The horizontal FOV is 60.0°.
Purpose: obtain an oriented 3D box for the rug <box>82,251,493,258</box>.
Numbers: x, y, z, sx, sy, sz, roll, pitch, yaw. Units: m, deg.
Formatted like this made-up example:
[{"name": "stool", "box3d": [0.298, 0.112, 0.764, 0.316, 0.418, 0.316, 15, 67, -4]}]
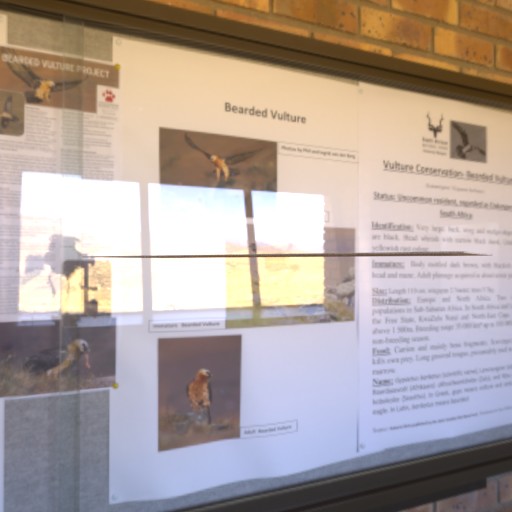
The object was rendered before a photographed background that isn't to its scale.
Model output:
[{"name": "rug", "box3d": [0.000, 0.000, 2.483, 2.275, 0.009, 0.684, -1, -1, 35]}]
